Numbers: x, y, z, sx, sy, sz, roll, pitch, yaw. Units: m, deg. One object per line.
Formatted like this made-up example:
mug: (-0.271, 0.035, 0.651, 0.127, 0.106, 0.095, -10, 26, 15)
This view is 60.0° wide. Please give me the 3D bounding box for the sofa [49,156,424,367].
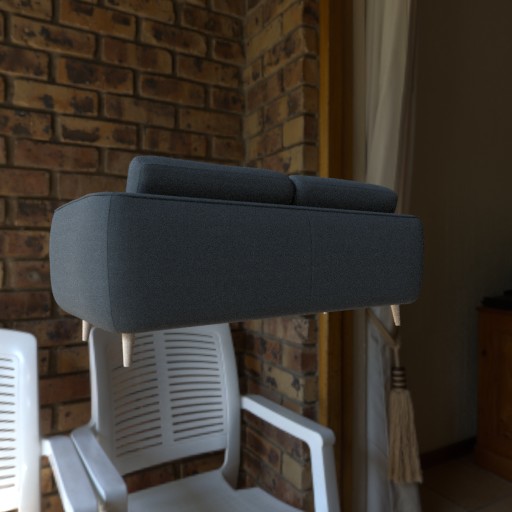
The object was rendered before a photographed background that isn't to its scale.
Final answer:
sofa: (0.000, 0.000, 2.471, 2.000, 0.850, 0.920, 0, 1, -35)
